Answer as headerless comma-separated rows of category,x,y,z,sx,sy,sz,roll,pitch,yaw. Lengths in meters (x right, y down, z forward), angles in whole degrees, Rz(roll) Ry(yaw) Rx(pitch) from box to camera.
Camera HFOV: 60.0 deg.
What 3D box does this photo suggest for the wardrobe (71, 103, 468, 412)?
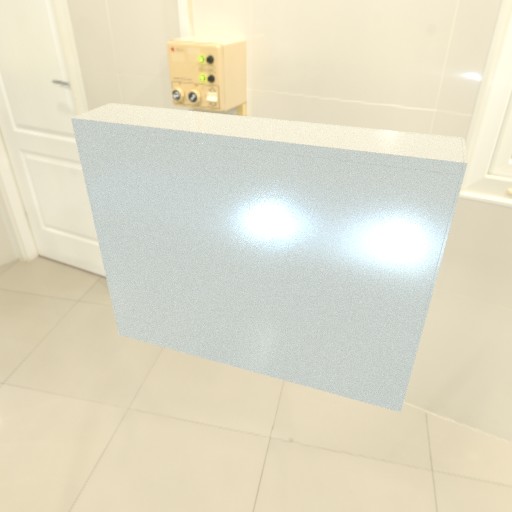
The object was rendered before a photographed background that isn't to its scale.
wardrobe,0.000,0.000,4.041,3.000,2.360,0.580,11,34,17
